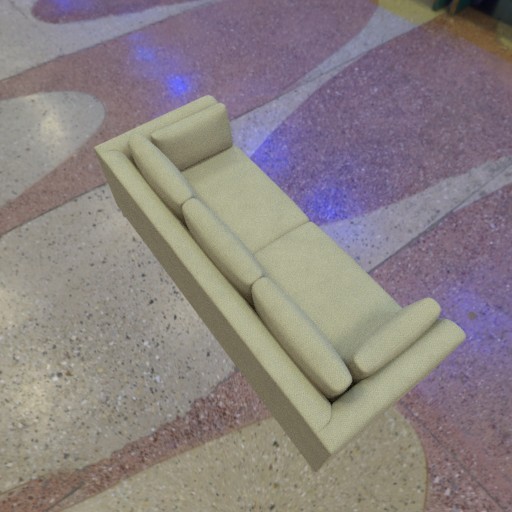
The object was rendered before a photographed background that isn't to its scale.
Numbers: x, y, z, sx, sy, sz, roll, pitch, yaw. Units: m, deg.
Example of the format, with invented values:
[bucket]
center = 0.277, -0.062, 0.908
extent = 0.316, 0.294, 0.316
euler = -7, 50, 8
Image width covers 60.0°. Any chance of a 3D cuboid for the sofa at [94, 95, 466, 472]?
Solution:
[sofa]
center = 0.000, 0.000, 2.912
extent = 0.969, 0.867, 2.415
euler = -32, 63, -19
